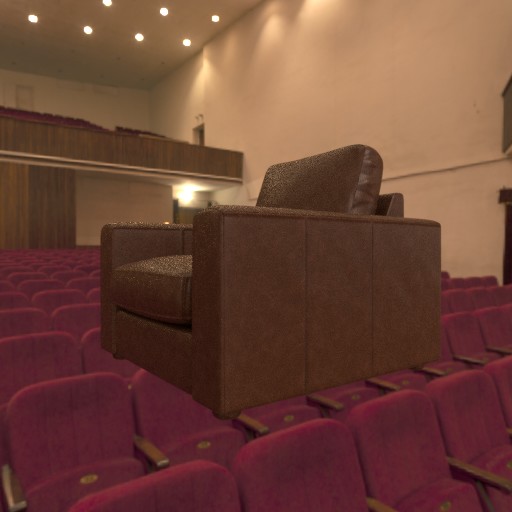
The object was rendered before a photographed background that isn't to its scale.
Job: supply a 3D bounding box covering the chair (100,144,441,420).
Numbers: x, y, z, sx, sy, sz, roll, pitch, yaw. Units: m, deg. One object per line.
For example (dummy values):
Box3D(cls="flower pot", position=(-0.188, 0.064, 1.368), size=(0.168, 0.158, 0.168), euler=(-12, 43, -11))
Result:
Box3D(cls="chair", position=(0.000, 0.000, 1.777), size=(1.016, 0.873, 1.005), euler=(0, 1, -36))
